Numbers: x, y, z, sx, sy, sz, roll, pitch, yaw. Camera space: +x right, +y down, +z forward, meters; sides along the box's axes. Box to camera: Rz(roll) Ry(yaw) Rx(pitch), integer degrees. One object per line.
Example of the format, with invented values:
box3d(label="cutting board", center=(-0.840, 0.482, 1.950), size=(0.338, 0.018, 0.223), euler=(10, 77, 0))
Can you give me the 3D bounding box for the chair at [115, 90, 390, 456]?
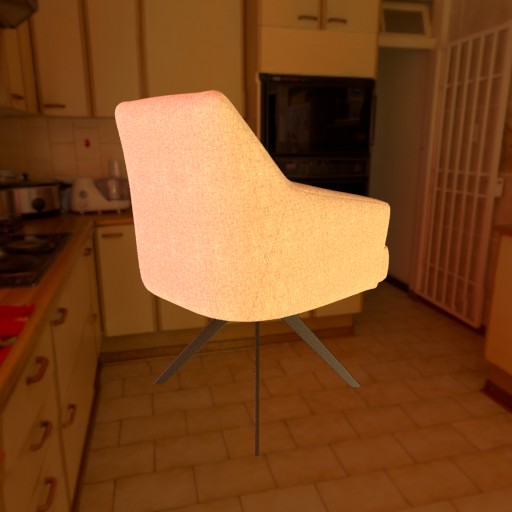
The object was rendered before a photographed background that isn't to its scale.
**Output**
box3d(label="chair", center=(0.000, 0.000, 1.342), size=(0.677, 0.874, 0.642), euler=(-14, 20, -42))
